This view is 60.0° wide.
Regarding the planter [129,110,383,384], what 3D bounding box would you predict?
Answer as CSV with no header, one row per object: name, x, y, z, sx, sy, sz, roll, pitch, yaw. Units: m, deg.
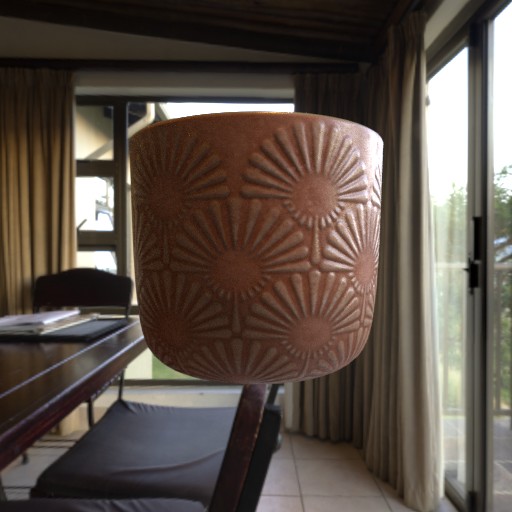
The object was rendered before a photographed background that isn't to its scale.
planter,0.000,0.000,0.225,0.124,0.109,0.124,0,1,0
